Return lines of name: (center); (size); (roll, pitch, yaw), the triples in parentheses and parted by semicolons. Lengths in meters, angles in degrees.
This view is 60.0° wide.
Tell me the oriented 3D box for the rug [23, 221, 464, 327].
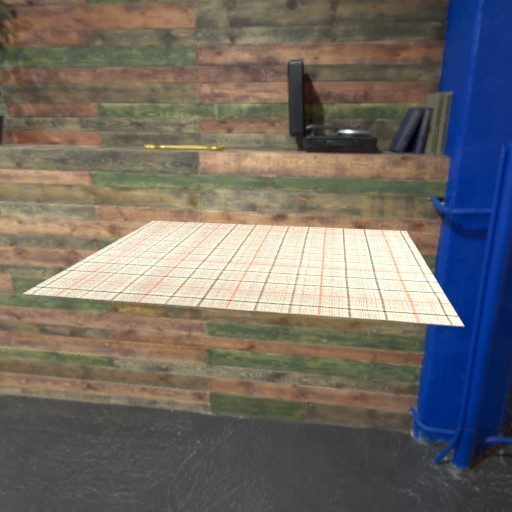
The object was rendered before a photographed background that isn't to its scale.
rug: (0.000, 0.000, 4.140); (3.048, 0.012, 2.444); (3, 18, 9)
